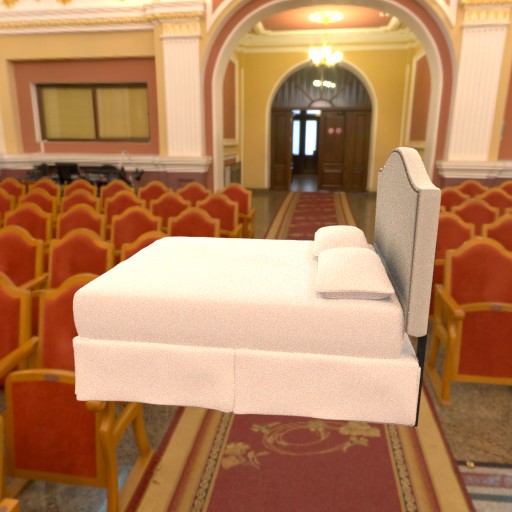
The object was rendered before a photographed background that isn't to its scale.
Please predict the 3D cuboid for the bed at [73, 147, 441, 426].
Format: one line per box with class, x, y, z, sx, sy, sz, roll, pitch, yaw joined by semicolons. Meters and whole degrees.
bed;0.000;0.000;3.360;2.180;1.607;1.813;2;15;8
